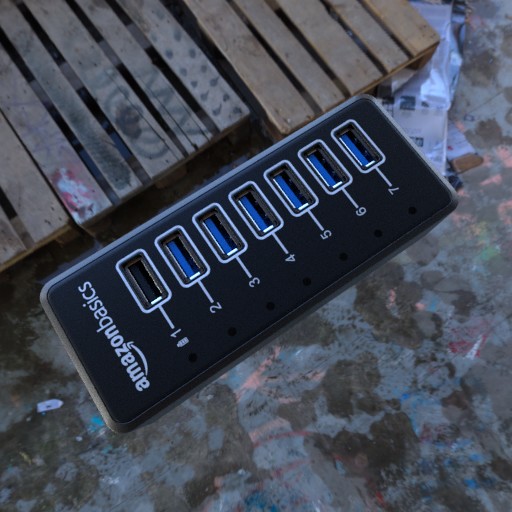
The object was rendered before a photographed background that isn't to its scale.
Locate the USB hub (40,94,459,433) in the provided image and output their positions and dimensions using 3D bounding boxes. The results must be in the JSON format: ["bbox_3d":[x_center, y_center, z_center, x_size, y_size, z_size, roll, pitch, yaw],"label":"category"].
[{"bbox_3d":[0.000,0.000,0.129,0.110,0.023,0.044,-33,77,-9],"label":"USB hub"}]
